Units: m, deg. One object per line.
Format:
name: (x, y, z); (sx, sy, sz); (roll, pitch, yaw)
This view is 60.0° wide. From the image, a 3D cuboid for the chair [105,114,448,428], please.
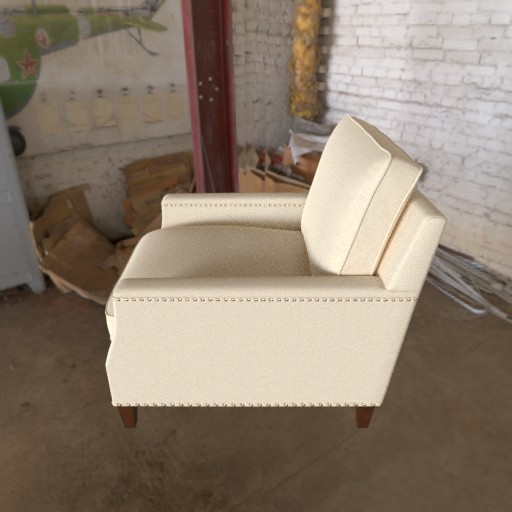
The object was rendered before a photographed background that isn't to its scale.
chair: (0.000, 0.000, 1.685); (1.014, 0.943, 0.853); (0, 27, 0)
